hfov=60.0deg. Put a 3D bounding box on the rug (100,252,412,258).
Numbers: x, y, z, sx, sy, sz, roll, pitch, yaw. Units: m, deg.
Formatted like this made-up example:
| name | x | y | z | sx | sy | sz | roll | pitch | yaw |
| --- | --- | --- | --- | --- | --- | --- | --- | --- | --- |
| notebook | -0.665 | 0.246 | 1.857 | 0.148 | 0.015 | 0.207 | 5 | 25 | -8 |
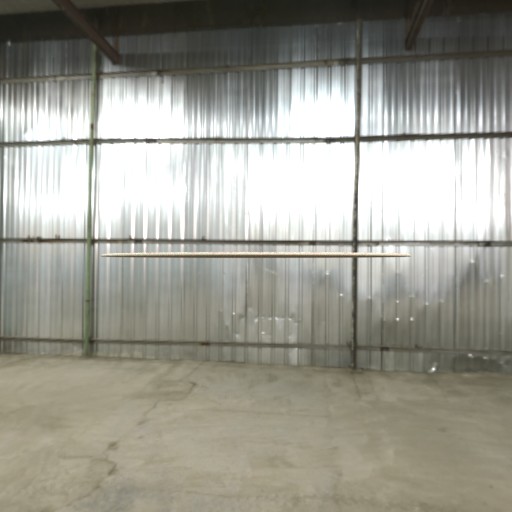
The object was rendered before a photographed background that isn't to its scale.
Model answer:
| name | x | y | z | sx | sy | sz | roll | pitch | yaw |
| --- | --- | --- | --- | --- | --- | --- | --- | --- | --- |
| rug | 0.000 | 0.000 | 2.402 | 1.593 | 0.012 | 1.593 | 0 | -1 | 0 |
